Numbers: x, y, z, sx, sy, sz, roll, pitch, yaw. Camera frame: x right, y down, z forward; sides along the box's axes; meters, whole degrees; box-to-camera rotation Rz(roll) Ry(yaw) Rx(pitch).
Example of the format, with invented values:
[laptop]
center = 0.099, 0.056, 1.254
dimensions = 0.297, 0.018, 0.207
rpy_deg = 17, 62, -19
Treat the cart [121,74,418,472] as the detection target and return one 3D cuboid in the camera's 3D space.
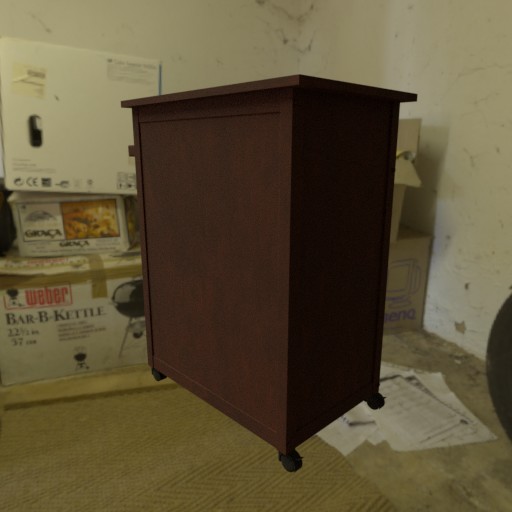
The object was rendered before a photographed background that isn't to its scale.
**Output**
[cart]
center = 0.000, 0.000, 1.279
dimensions = 0.442, 0.864, 0.683
rpy_deg = -13, 19, -42
